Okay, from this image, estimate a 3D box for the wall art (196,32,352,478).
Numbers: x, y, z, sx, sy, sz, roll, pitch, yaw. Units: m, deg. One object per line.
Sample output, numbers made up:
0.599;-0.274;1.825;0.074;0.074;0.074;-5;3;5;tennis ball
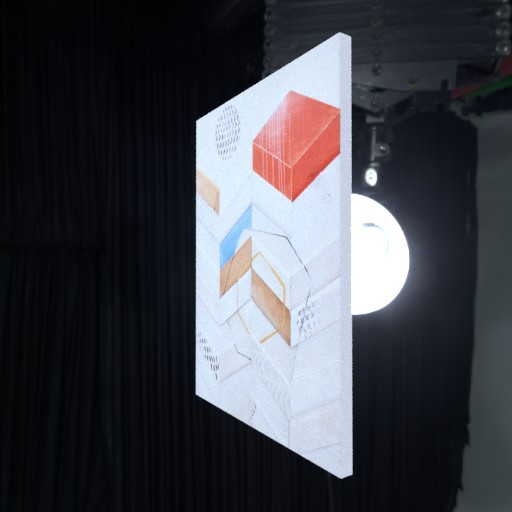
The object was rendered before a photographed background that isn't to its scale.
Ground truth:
0.000;0.000;1.605;0.046;1.221;0.914;1;-1;-33;wall art
